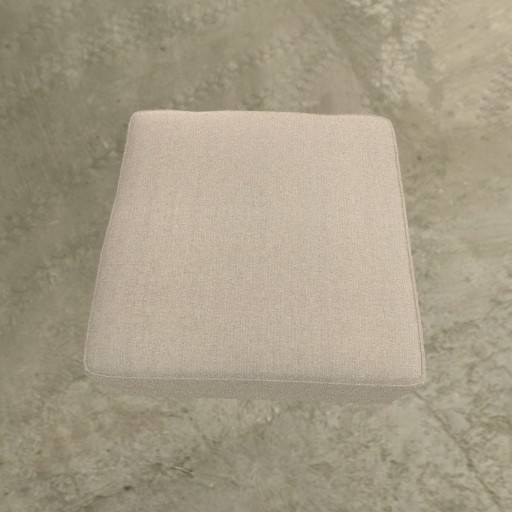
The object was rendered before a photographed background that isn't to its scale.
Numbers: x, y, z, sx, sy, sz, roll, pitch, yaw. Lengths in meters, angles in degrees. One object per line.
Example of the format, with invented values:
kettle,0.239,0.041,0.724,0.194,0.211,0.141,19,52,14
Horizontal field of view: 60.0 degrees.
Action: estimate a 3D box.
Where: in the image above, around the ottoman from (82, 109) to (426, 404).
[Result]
ottoman,0.000,0.000,1.369,0.838,0.481,0.838,2,65,1
